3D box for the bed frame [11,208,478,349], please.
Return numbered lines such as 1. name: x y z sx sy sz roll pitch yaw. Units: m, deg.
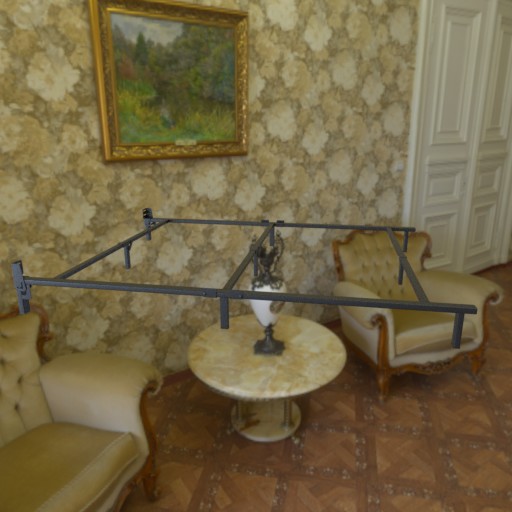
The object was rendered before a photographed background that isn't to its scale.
1. bed frame: 0.000 0.000 2.579 1.990 0.248 1.498 3 16 10
